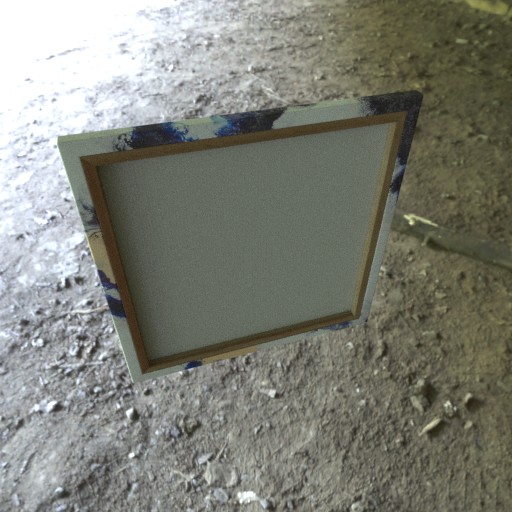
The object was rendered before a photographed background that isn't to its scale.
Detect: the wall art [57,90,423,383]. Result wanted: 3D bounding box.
[{"bbox_3d":[0.000,0.000,1.329,0.887,0.885,0.038,-12,42,-13],"label":"wall art"}]
